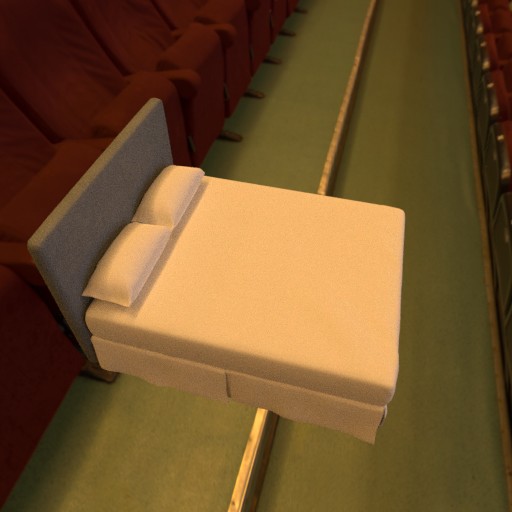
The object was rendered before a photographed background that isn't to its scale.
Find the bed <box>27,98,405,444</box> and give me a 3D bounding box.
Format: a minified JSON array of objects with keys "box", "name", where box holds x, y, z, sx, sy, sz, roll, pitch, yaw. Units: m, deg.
[{"box":[0.000,0.000,3.166,2.142,1.330,1.713,11,48,10],"name":"bed"}]
